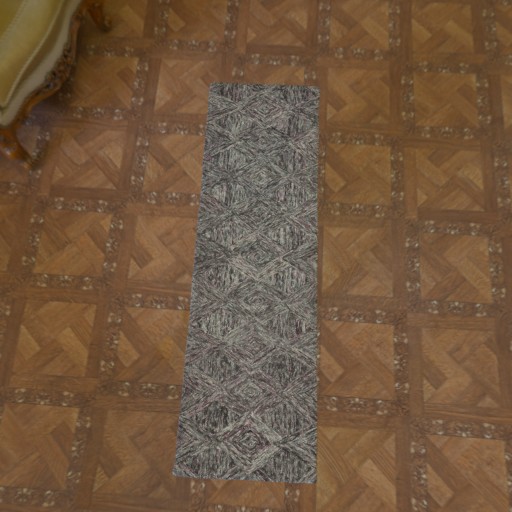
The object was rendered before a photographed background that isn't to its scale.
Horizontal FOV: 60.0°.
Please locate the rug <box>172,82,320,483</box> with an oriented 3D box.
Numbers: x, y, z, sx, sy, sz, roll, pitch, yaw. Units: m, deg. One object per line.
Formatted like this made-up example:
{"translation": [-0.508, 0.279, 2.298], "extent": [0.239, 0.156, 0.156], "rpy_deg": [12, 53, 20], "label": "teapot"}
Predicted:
{"translation": [0.000, 0.000, 2.510], "extent": [0.719, 0.013, 2.305], "rpy_deg": [3, 73, 1], "label": "rug"}
